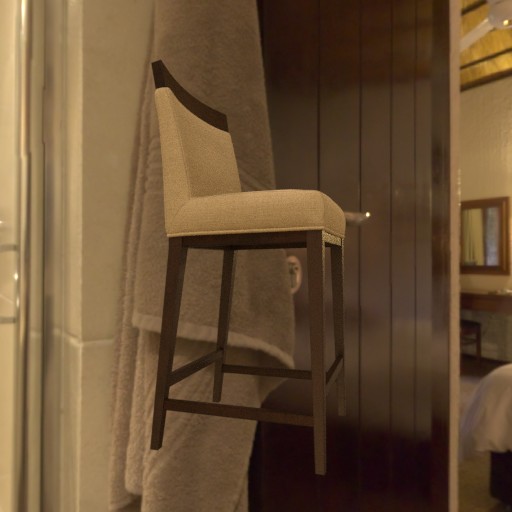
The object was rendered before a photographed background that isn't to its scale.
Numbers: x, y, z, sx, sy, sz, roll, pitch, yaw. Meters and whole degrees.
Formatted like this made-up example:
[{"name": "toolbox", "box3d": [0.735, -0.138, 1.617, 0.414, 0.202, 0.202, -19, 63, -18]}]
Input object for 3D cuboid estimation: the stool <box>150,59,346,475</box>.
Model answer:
[{"name": "stool", "box3d": [0.000, 0.000, 1.435, 0.531, 1.117, 0.511, 0, -1, 18]}]
